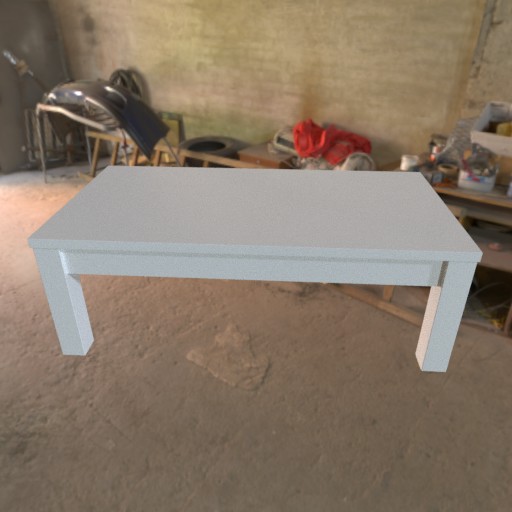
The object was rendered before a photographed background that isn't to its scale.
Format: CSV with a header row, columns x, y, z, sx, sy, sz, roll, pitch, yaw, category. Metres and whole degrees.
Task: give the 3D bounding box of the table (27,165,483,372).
x,y,z,sx,sy,sz,roll,pitch,yaw,category
0.000,0.000,1.729,1.350,0.470,0.700,2,30,3,table
